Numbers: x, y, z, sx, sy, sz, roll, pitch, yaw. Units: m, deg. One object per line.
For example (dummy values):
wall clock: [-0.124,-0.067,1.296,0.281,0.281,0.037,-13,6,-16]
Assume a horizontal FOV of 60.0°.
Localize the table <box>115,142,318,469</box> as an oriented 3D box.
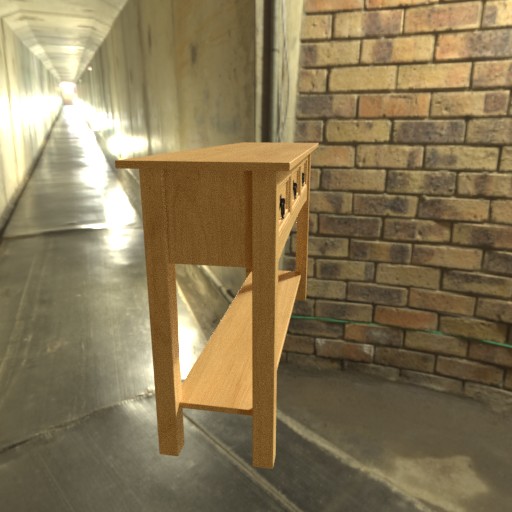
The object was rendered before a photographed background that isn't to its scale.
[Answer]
table: [0.000,0.000,1.540,0.350,0.730,1.240,3,16,10]
